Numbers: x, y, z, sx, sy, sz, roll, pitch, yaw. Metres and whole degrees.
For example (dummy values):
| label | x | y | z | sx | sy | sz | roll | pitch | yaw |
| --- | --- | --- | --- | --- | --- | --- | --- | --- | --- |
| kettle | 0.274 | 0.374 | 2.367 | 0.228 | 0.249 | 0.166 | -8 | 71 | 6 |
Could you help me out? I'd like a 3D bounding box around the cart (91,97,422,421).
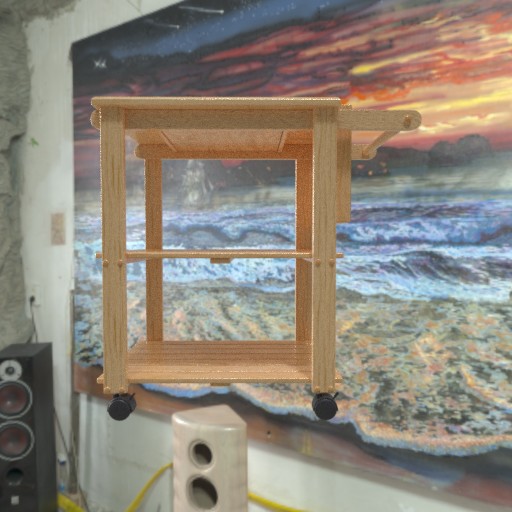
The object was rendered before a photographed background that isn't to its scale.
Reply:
| label | x | y | z | sx | sy | sz | roll | pitch | yaw |
| --- | --- | --- | --- | --- | --- | --- | --- | --- | --- |
| cart | 0.000 | 0.000 | 1.362 | 0.843 | 0.816 | 0.520 | 0 | 2 | 0 |
